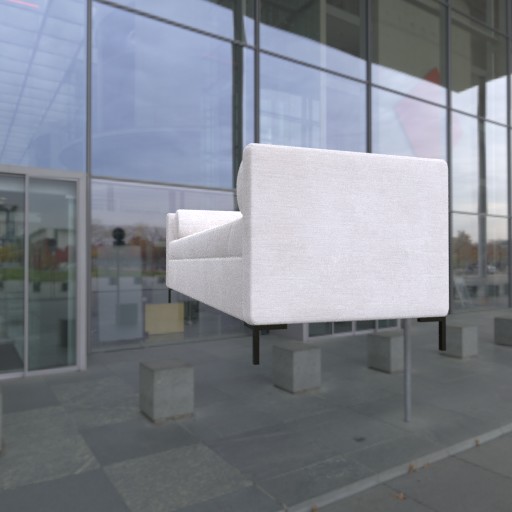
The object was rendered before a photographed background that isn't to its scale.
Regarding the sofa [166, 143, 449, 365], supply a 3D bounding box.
[{"bbox_3d":[0.000,0.000,2.272,0.686,0.635,1.981,0,-1,-18],"label":"sofa"}]
